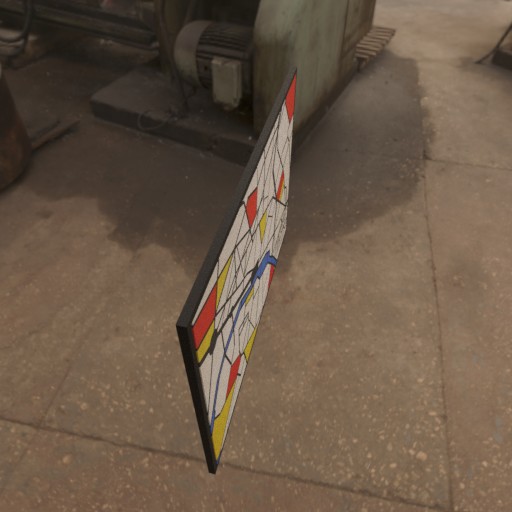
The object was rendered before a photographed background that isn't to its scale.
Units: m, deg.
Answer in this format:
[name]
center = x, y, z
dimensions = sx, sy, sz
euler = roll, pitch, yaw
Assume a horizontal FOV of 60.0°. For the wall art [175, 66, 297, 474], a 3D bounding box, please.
[wall art]
center = 0.000, 0.000, 0.856
dimensions = 0.013, 0.458, 0.664
euler = 10, 47, 9
